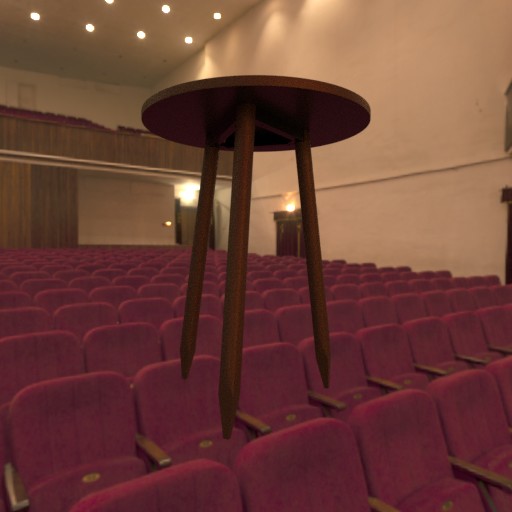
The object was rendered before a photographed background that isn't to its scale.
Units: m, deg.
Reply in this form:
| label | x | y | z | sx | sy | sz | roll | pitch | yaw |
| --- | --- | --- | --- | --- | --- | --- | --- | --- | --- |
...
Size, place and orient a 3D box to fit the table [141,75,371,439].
| label | x | y | z | sx | sy | sz | roll | pitch | yaw |
| --- | --- | --- | --- | --- | --- | --- | --- | --- | --- |
| table | 0.000 | 0.000 | 0.916 | 0.457 | 0.585 | 0.457 | 0 | 1 | 0 |
